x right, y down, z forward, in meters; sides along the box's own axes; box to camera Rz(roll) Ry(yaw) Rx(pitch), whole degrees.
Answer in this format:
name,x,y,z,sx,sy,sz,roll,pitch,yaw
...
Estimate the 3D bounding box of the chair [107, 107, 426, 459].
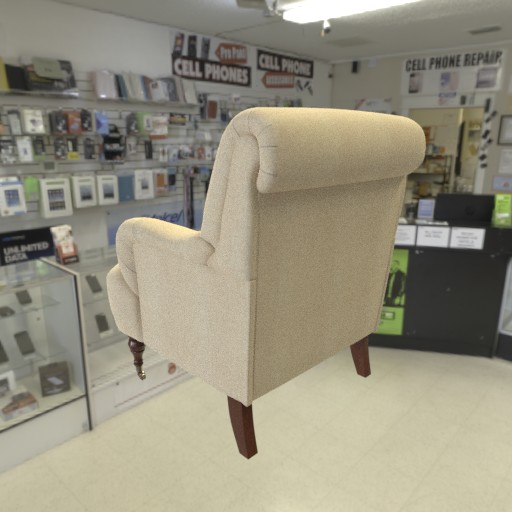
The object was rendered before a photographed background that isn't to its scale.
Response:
name,x,y,z,sx,sy,sz,roll,pitch,yaw
chair,0.000,0.000,1.538,0.842,0.944,0.766,15,21,43
